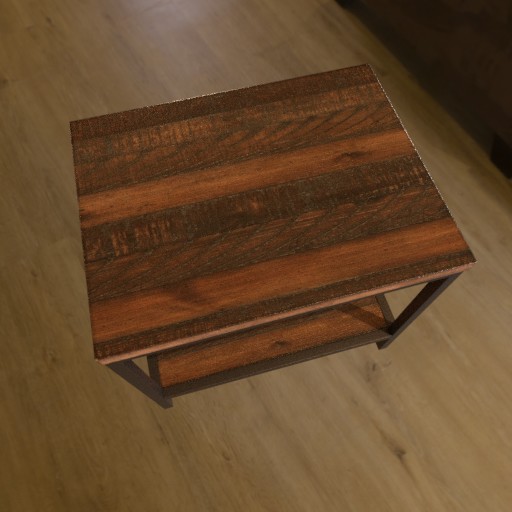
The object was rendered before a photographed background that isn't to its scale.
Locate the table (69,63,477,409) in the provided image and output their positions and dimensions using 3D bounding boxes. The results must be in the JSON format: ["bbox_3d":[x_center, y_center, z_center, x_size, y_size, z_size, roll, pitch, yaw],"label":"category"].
[{"bbox_3d":[0.000,0.000,1.137,0.678,0.612,0.524,-14,64,-7],"label":"table"}]
